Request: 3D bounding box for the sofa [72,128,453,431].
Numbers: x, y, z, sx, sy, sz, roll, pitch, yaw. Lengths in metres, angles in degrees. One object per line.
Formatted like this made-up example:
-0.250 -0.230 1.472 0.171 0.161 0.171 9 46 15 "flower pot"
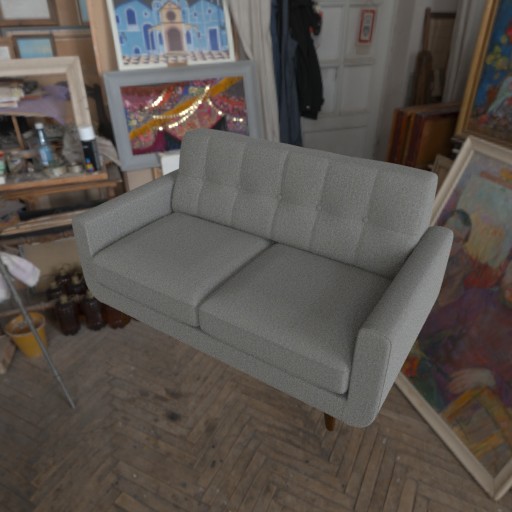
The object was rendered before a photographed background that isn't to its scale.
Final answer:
0.000 0.000 2.238 1.651 0.925 0.952 19 36 28 "sofa"
